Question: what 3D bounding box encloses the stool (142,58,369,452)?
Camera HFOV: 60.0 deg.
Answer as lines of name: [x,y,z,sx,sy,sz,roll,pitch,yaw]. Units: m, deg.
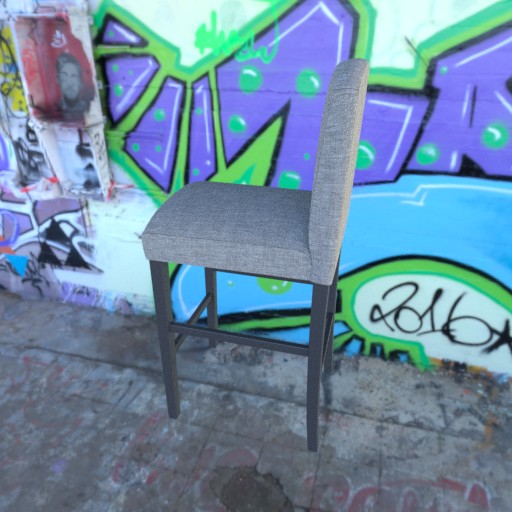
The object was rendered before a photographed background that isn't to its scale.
stool: [0.000,0.000,1.384,0.552,1.138,0.451,7,29,14]
